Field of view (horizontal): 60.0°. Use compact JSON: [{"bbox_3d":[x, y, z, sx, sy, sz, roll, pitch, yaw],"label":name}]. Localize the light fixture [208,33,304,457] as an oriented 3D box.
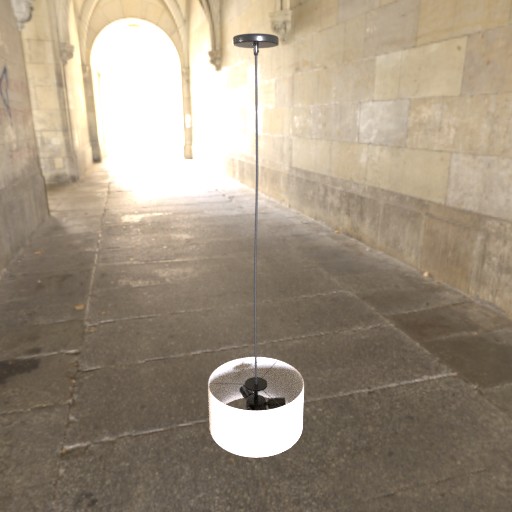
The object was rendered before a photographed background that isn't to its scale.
[{"bbox_3d":[0.000,0.000,1.693,0.399,1.516,0.399,0,17,0],"label":"light fixture"}]
